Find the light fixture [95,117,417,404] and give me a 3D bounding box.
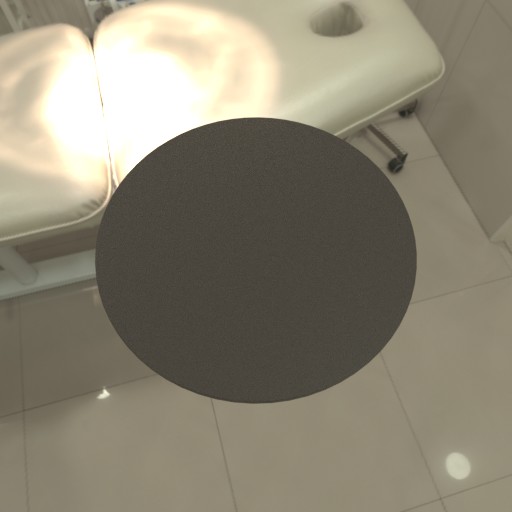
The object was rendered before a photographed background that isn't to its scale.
[{"bbox_3d":[0.000,0.000,0.555,0.368,0.100,0.368,0,63,0],"label":"light fixture"}]
